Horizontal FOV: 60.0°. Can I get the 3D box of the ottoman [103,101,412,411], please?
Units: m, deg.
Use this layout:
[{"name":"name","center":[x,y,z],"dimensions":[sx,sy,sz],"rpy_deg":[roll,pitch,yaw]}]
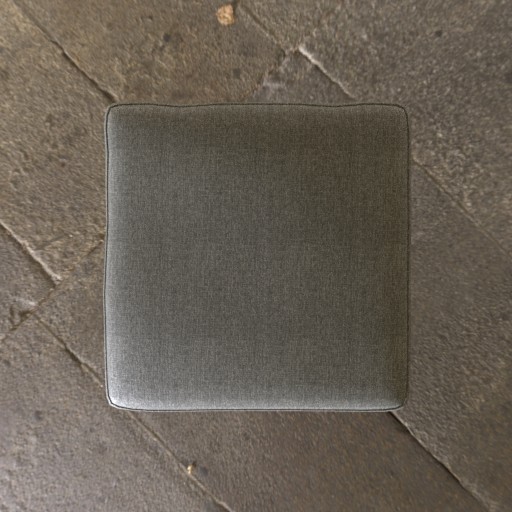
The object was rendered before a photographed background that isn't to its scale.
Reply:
[{"name":"ottoman","center":[0.000,0.000,1.363],"dimensions":[0.838,0.481,0.838],"rpy_deg":[0,91,0]}]
